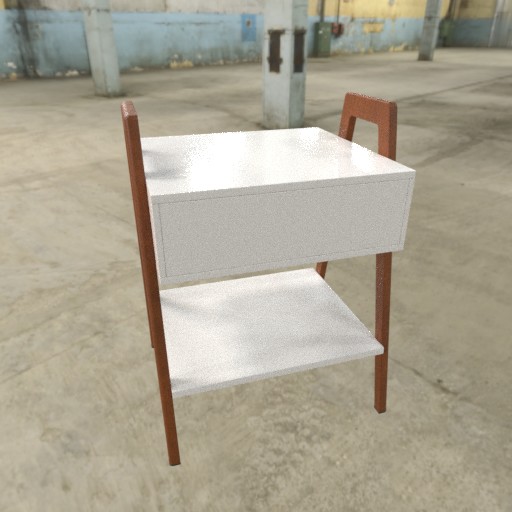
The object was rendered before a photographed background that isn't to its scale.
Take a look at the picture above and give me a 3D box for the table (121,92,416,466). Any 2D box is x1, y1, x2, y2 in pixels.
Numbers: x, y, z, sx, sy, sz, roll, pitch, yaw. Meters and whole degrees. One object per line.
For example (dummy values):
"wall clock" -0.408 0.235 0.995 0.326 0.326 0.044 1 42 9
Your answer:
"table" 0.000 0.000 0.913 0.457 0.610 0.405 -8 28 -15
